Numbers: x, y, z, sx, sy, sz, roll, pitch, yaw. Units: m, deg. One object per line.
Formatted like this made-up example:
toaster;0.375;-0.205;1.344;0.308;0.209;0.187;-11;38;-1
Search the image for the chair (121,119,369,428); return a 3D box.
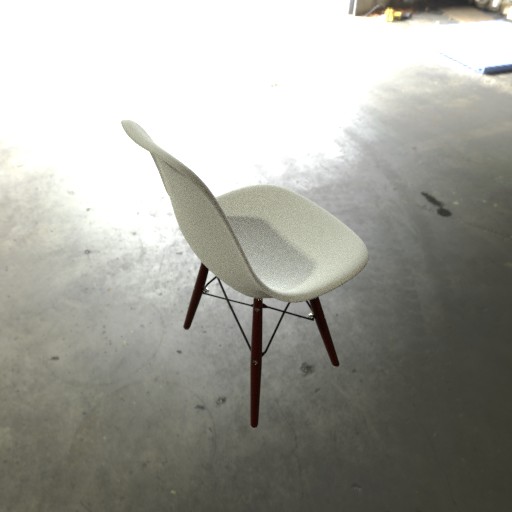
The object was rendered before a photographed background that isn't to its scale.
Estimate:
chair;0.000;0.000;1.163;0.533;0.826;0.470;-25;48;-26
